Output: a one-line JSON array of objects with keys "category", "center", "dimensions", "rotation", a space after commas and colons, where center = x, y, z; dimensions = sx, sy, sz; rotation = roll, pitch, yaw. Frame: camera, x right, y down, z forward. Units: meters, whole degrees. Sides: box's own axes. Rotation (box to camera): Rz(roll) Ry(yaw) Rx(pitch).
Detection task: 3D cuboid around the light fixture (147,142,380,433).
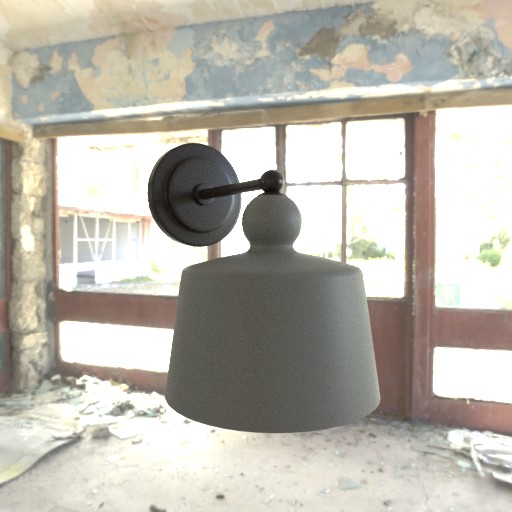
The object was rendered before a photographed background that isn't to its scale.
[{"category": "light fixture", "center": [0.000, 0.000, 0.448], "dimensions": [0.204, 0.268, 0.254], "rotation": [-1, 2, -37]}]
